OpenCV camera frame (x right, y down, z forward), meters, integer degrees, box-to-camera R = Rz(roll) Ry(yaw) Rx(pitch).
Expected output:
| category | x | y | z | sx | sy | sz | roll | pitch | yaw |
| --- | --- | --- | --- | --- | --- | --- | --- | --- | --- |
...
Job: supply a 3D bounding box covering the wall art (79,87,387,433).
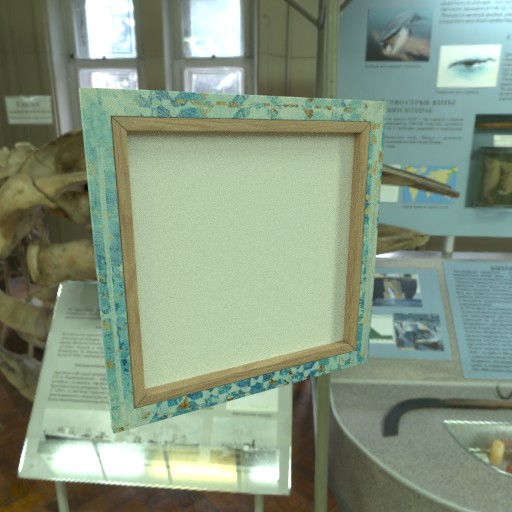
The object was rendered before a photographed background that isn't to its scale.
| category | x | y | z | sx | sy | sz | roll | pitch | yaw |
| --- | --- | --- | --- | --- | --- | --- | --- | --- | --- |
| wall art | 0.000 | 0.000 | 1.344 | 0.916 | 0.916 | 0.040 | -7 | 17 | -26 |
